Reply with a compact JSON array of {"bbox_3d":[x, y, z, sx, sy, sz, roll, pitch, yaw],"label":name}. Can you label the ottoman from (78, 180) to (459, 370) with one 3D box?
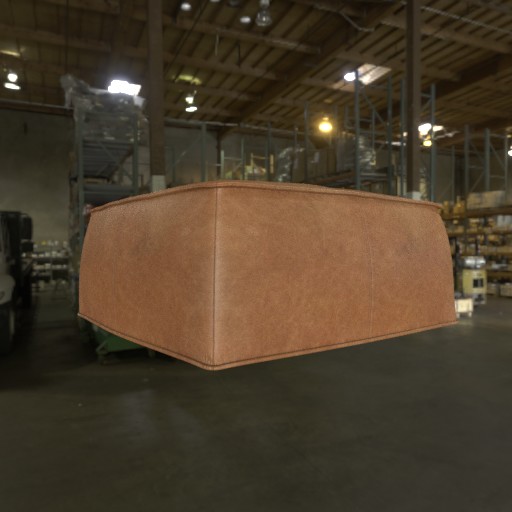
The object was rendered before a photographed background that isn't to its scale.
[{"bbox_3d":[0.000,0.000,1.387,0.901,0.395,0.902,-1,1,-37],"label":"ottoman"}]
